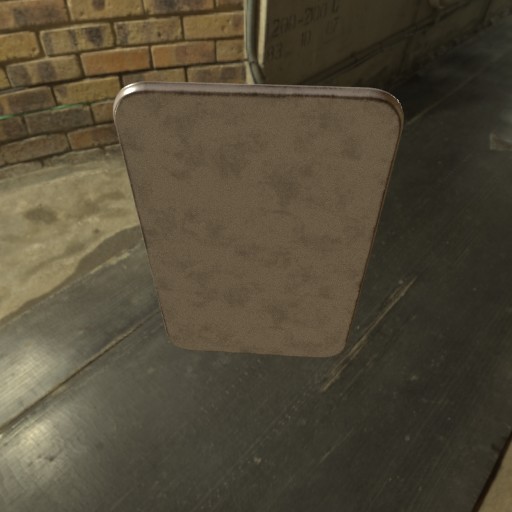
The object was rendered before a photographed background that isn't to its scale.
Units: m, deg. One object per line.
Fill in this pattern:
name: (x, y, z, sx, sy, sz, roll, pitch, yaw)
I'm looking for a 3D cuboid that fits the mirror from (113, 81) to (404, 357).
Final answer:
mirror: (0.000, 0.000, 0.910, 0.461, 0.713, 0.024, 3, 45, 3)
